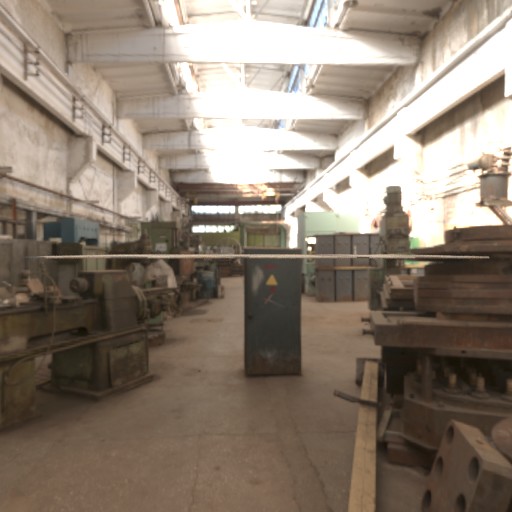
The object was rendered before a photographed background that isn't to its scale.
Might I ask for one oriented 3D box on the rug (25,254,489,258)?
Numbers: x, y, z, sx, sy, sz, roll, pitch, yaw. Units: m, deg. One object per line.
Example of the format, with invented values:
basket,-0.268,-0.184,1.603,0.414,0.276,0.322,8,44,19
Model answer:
rug,0.000,0.000,3.053,2.423,0.008,1.513,0,1,0
